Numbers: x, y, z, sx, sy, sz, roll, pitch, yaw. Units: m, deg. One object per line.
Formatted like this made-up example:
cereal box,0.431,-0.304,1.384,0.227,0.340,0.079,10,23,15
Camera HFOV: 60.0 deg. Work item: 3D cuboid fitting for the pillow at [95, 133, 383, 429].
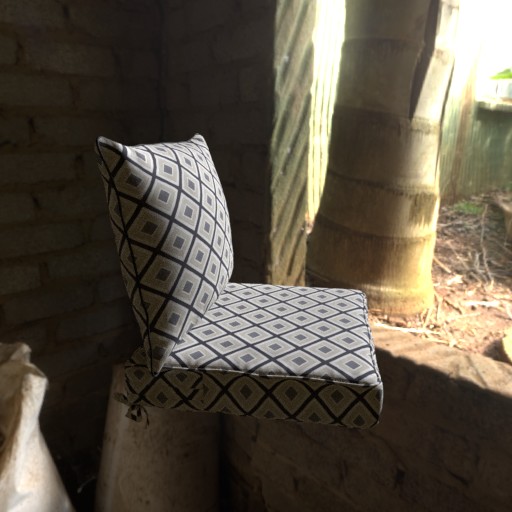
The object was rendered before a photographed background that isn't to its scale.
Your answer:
pillow,0.000,0.000,1.357,0.733,0.722,0.798,3,16,9
